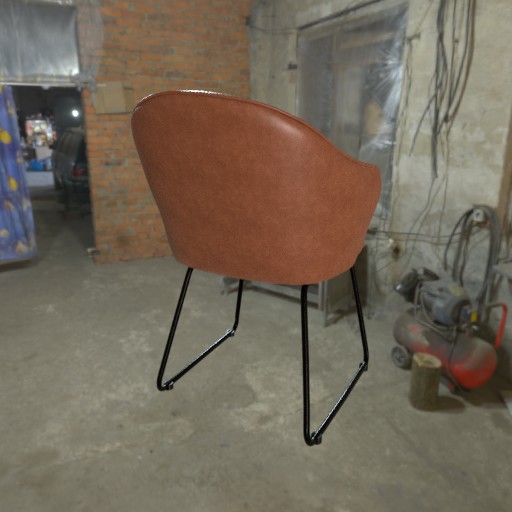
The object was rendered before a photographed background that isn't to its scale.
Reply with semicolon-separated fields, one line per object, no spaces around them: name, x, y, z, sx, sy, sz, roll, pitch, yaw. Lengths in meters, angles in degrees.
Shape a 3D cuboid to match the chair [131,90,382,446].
chair;0.000;0.000;1.172;0.582;0.785;0.580;9;18;27
